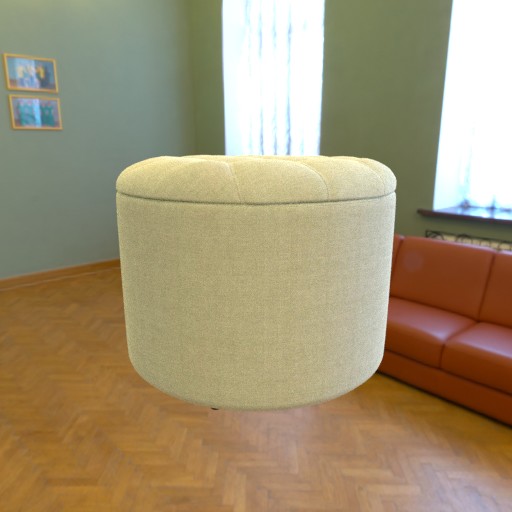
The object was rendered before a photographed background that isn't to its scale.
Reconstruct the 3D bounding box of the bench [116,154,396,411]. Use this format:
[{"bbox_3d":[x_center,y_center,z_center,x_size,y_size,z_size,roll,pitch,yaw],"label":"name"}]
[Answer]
[{"bbox_3d":[0.000,0.000,1.026,0.600,0.453,0.600,0,14,0],"label":"bench"}]
